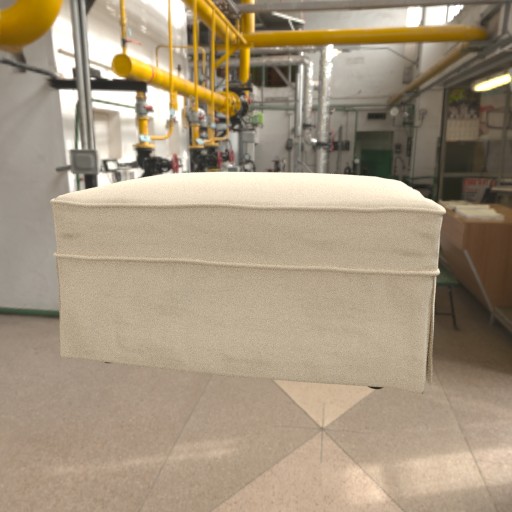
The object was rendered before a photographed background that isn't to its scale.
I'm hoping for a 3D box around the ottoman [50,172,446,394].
[{"bbox_3d":[0.000,0.000,1.321,0.944,0.479,0.703,3,15,10],"label":"ottoman"}]
